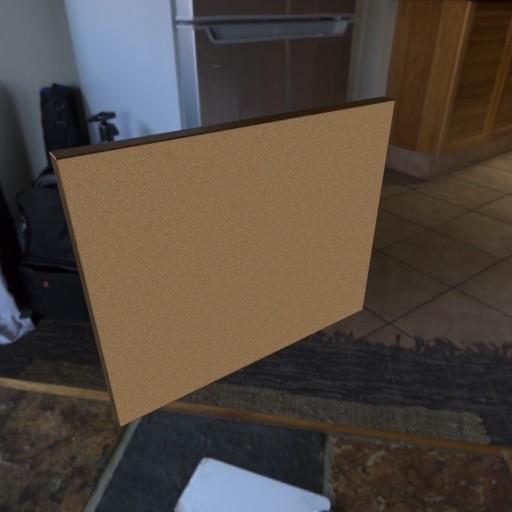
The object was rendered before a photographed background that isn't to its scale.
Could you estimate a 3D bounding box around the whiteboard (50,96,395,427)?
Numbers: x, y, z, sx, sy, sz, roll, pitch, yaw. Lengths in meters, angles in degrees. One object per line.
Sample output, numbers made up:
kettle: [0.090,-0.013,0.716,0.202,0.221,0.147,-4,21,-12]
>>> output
whiteboard: [0.000,0.000,0.758,0.561,0.457,0.029,-19,36,-29]
